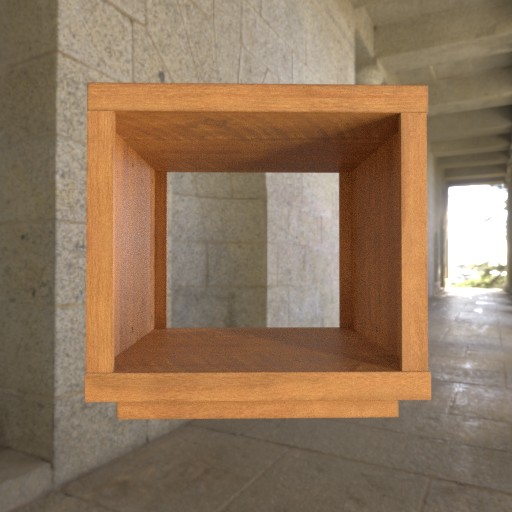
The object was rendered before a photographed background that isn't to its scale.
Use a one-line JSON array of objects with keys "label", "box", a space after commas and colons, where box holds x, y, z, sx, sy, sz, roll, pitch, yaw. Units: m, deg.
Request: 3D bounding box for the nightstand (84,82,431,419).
[{"label": "nightstand", "box": [0.000, 0.000, 0.849, 0.493, 0.491, 0.436, 0, -1, -1]}]
